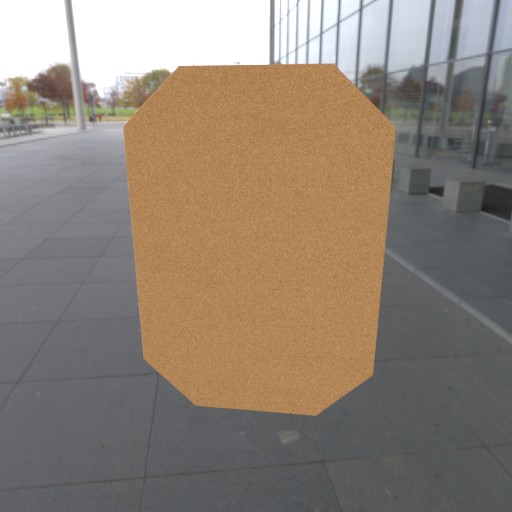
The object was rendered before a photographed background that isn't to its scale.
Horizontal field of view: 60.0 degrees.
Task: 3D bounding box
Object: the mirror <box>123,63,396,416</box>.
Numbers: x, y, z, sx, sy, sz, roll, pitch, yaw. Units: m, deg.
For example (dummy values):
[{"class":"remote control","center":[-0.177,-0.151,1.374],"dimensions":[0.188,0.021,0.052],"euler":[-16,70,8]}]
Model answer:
[{"class":"mirror","center":[0.000,0.000,1.281],"dimensions":[0.709,1.015,0.061],"euler":[2,18,7]}]
